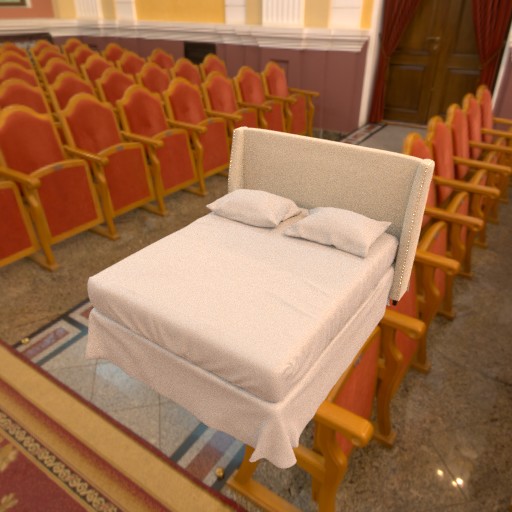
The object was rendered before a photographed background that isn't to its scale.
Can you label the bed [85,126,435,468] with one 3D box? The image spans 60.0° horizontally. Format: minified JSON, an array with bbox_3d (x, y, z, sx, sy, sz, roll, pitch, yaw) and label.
[{"bbox_3d":[0.000,0.000,3.494,1.925,1.332,2.276,19,35,29],"label":"bed"}]
